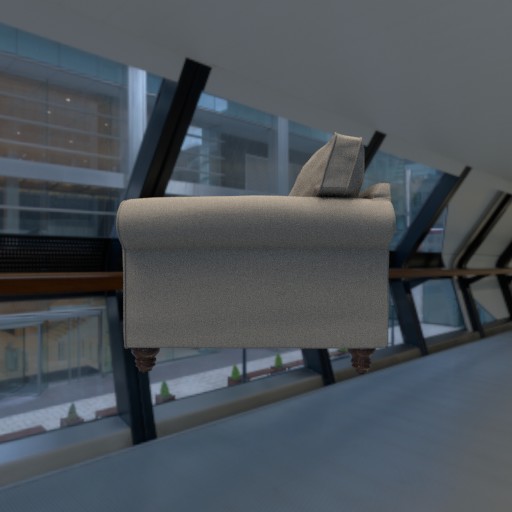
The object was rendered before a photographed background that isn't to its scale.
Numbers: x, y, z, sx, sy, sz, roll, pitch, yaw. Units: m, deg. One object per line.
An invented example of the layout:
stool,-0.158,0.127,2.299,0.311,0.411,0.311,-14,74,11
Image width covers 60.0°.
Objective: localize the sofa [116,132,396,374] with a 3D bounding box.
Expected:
sofa,0.000,0.000,2.577,0.998,0.889,2.118,0,0,1
